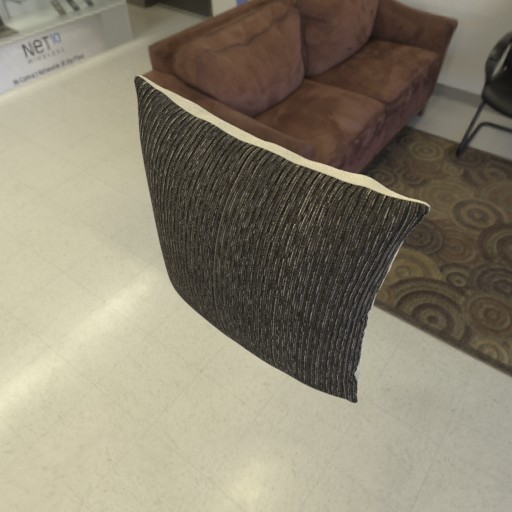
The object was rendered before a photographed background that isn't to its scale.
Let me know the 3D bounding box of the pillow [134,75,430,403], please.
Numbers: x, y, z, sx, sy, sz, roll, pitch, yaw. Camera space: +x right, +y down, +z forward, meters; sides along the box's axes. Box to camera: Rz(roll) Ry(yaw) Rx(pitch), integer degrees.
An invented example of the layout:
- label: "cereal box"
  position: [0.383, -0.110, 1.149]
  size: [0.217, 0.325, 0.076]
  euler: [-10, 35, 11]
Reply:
- label: "pillow"
  position: [0.000, 0.000, 0.672]
  size: [0.433, 0.434, 0.196]
  euler: [31, 55, 25]
